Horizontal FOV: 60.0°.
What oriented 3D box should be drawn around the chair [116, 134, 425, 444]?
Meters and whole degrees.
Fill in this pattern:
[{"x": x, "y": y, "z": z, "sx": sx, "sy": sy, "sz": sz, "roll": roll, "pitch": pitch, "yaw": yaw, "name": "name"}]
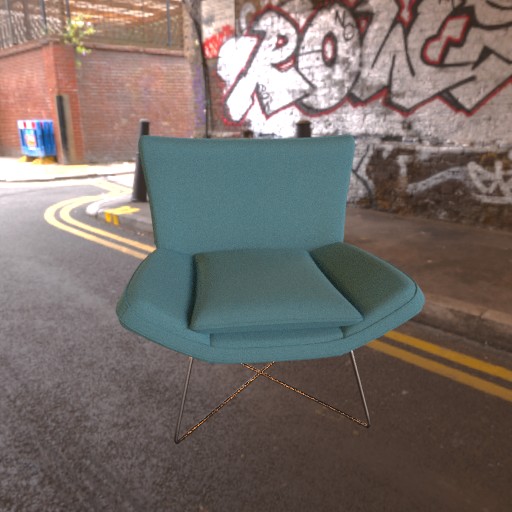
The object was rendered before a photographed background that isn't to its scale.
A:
[{"x": 0.000, "y": 0.000, "z": 1.644, "sx": 0.859, "sy": 0.855, "sz": 1.008, "roll": -2, "pitch": 17, "yaw": -7, "name": "chair"}]
